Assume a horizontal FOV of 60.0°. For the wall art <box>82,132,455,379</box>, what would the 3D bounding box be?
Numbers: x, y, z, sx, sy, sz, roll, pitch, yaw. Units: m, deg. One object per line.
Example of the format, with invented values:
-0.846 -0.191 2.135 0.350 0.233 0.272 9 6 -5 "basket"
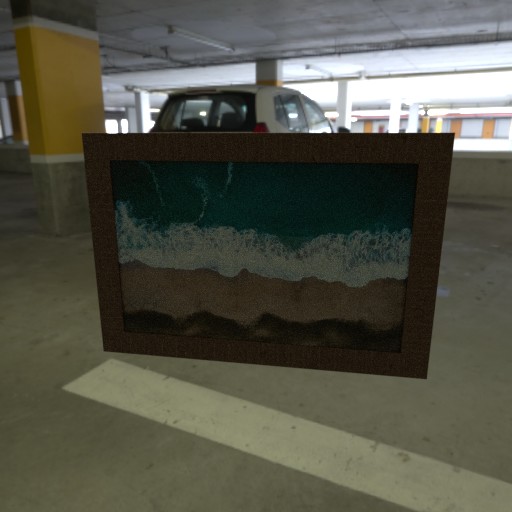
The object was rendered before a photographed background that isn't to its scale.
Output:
0.000 0.000 1.169 0.917 0.626 0.019 3 16 9 "wall art"
